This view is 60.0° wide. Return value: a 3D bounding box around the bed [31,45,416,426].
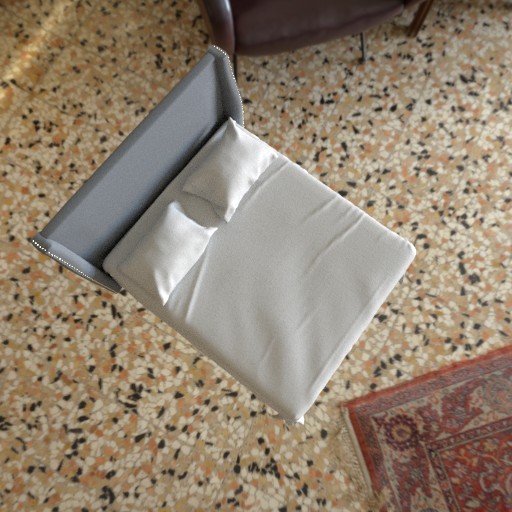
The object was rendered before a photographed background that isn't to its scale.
[{"bbox_3d":[0.000,0.000,3.509,2.276,1.332,1.925,37,79,9],"label":"bed"}]
